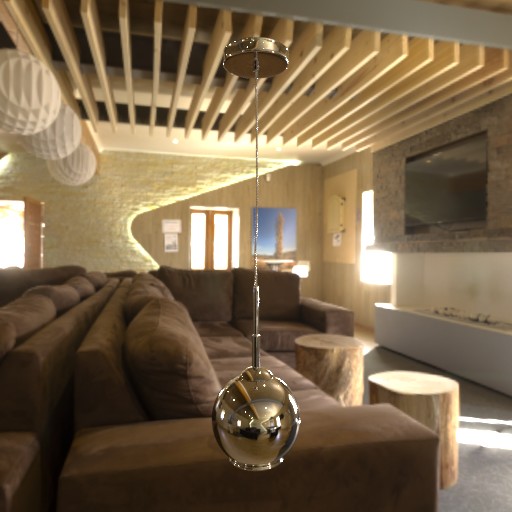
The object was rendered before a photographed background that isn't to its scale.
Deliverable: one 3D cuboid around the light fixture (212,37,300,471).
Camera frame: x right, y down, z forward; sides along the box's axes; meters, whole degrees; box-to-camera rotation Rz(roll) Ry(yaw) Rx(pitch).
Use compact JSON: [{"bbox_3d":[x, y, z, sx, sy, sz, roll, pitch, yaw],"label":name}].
[{"bbox_3d":[0.000,0.000,1.683,0.336,1.538,0.336,0,0,1],"label":"light fixture"}]
